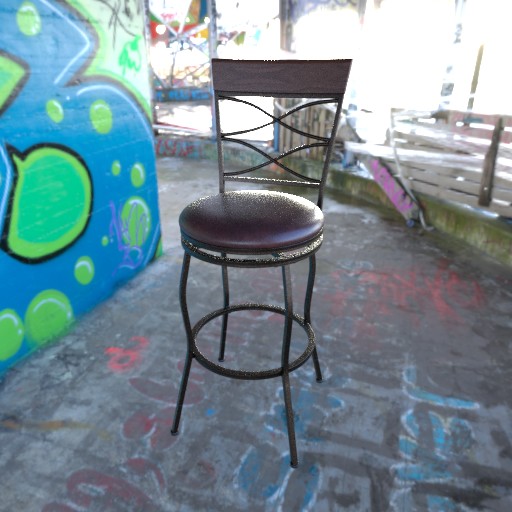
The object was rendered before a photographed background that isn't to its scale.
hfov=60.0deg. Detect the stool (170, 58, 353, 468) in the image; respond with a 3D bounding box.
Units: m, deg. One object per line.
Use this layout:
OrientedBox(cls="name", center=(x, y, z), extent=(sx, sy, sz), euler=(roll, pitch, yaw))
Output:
OrientedBox(cls="stool", center=(0.000, 0.000, 1.386), extent=(0.448, 1.130, 0.513), euler=(8, 25, 17))
